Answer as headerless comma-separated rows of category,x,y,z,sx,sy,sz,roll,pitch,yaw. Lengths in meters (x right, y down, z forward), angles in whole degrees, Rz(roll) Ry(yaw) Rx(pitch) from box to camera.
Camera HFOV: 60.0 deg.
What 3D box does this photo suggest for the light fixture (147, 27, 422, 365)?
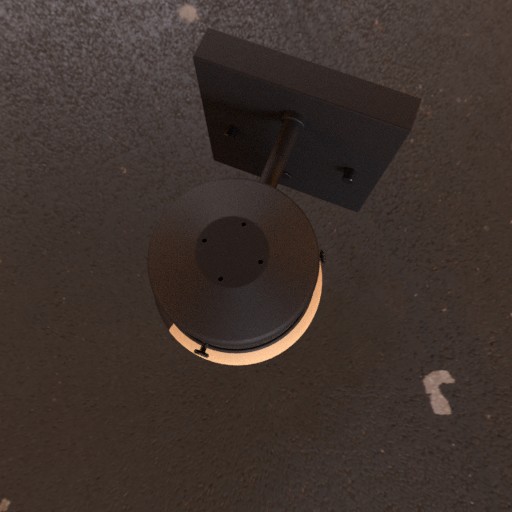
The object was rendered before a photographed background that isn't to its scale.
light fixture,0.000,0.000,0.356,0.130,0.257,0.176,21,77,5
